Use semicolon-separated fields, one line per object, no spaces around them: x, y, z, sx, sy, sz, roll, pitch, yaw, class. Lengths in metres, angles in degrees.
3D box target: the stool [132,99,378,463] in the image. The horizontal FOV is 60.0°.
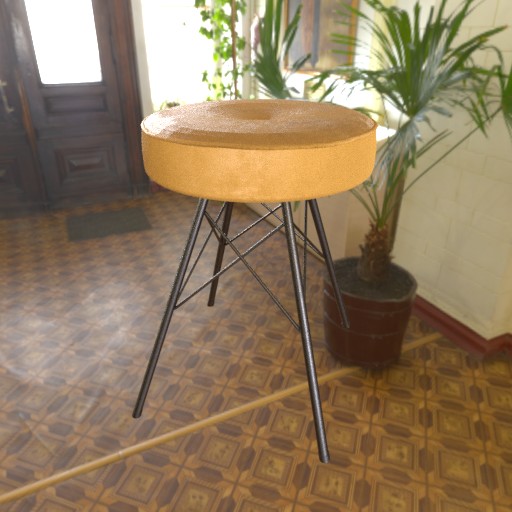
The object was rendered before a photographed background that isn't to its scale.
0.000;0.000;0.941;0.438;0.595;0.472;8;28;16;stool
